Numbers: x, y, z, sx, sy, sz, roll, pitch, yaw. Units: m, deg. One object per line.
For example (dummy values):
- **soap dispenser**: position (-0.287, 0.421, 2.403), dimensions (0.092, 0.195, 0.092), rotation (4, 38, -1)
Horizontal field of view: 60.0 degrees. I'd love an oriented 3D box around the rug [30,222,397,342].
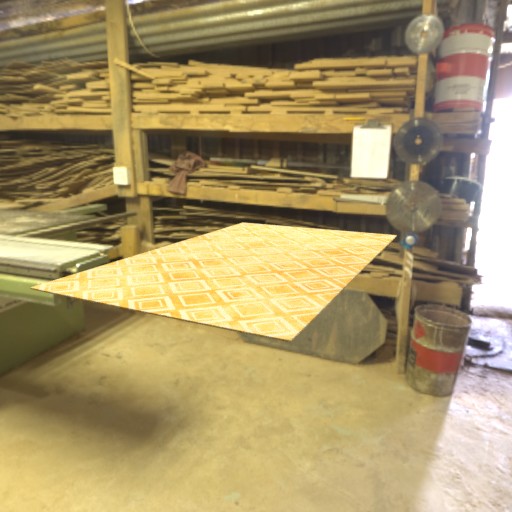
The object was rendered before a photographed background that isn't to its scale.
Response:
- **rug**: position (0.000, 0.000, 3.094), dimensions (1.511, 0.010, 2.424), rotation (7, 15, 26)
